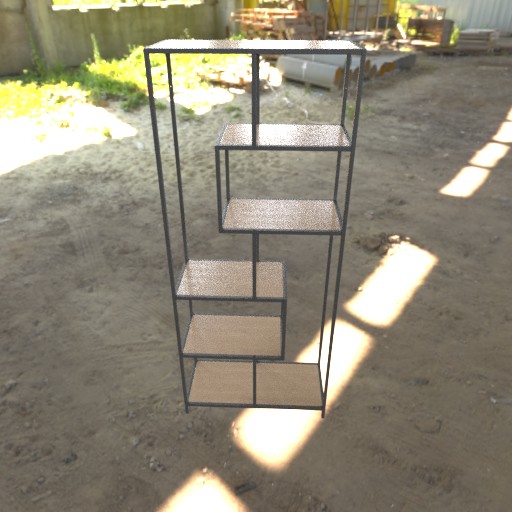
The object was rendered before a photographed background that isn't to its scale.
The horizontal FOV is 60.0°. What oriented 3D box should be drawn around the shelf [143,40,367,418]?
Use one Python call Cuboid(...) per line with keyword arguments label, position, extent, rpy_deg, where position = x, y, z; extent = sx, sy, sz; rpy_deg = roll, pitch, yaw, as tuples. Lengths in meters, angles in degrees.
Cuboid(label="shelf", position=(0.000, 0.000, 2.137), extent=(0.770, 1.850, 0.350), rpy_deg=(1, 30, 2))
